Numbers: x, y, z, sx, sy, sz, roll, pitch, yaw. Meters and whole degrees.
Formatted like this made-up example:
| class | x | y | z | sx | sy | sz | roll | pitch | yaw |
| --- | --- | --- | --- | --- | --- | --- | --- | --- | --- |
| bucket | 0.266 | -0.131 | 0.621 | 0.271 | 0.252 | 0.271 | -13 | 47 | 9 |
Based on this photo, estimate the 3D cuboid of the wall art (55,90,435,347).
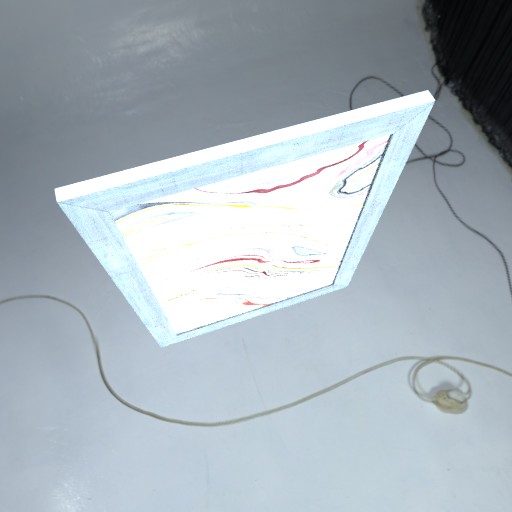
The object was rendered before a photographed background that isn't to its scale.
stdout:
| class | x | y | z | sx | sy | sz | roll | pitch | yaw |
| --- | --- | --- | --- | --- | --- | --- | --- | --- | --- |
| wall art | 0.000 | 0.000 | 0.812 | 0.481 | 0.613 | 0.020 | -17 | 64 | -8 |
